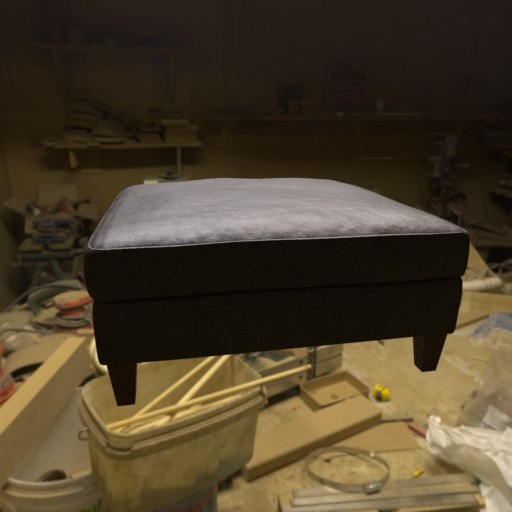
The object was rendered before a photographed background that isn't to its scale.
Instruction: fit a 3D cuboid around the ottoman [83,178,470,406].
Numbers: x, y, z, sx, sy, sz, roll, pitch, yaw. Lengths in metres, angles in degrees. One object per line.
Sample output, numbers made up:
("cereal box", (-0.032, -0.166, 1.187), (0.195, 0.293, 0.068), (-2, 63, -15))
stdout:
("ottoman", (0.000, 0.000, 1.317), (0.844, 0.415, 0.836), (-3, 17, -10))
